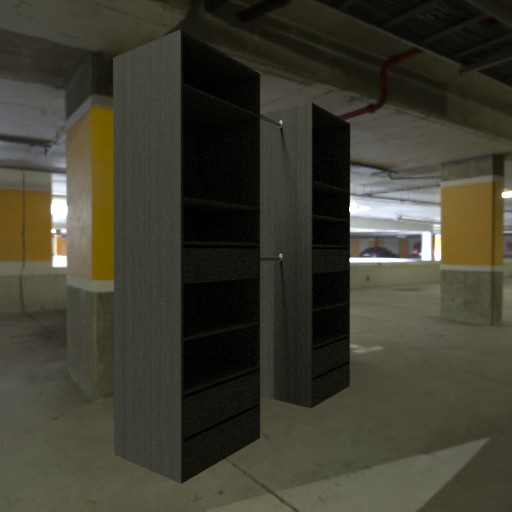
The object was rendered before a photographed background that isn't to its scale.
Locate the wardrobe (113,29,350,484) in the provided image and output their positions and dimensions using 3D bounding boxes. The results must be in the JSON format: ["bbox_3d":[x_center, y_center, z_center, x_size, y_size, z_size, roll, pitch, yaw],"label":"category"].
[{"bbox_3d":[0.000,0.000,2.806,0.480,2.000,1.770,0,1,36],"label":"wardrobe"}]
